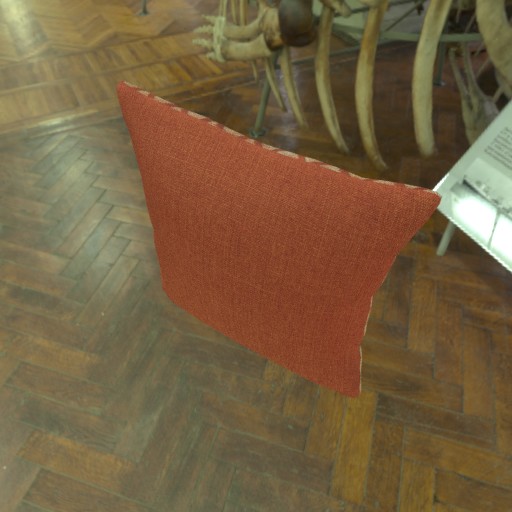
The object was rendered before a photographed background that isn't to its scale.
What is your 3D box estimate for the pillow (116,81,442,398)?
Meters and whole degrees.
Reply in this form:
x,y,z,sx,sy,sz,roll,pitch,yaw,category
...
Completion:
x,y,z,sx,sy,sz,roll,pitch,yaw,category
0.000,0.000,0.659,0.429,0.434,0.159,25,52,21,pillow
